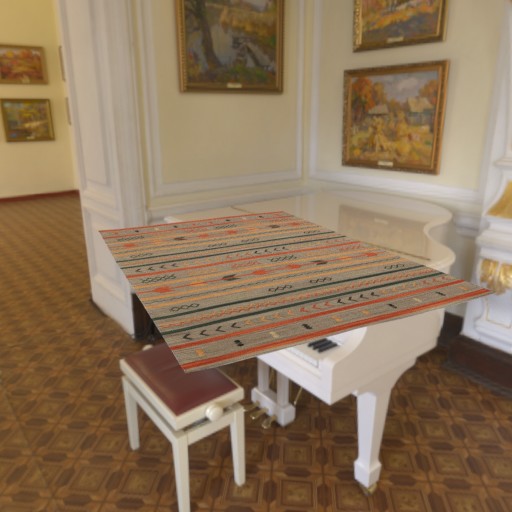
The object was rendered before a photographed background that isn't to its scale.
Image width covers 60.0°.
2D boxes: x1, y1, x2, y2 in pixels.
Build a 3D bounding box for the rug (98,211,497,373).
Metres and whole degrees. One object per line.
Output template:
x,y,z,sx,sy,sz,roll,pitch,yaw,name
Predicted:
0.000,0.000,3.897,2.263,0.022,3.029,-9,20,-25,rug
